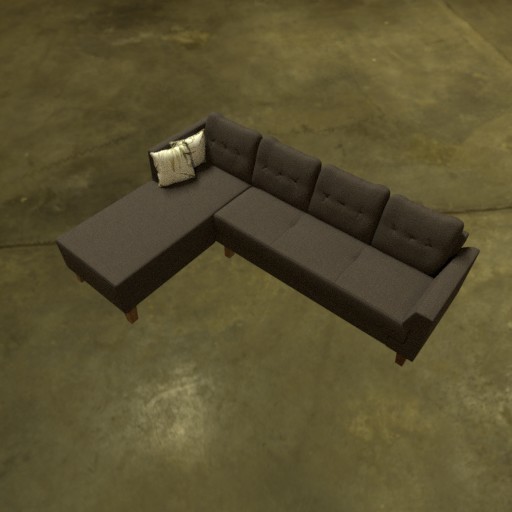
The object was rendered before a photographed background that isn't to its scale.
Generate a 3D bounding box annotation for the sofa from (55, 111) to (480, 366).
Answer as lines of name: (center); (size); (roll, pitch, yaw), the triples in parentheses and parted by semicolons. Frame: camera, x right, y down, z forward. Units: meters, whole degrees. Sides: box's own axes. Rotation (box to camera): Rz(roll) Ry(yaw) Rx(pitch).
sofa: (0.000, 0.000, 3.431); (2.679, 0.932, 1.829); (31, 54, 26)
